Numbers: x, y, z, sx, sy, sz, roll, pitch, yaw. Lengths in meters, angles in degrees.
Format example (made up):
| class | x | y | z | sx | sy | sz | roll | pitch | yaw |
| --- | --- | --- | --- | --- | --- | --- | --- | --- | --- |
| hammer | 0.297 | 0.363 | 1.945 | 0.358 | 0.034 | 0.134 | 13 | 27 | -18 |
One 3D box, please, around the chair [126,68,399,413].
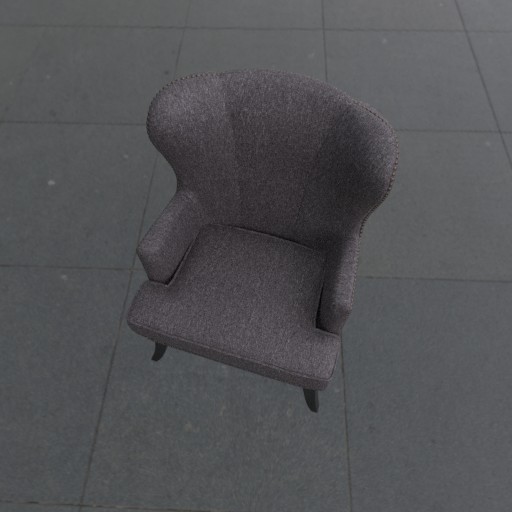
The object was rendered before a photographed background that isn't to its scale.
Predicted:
| class | x | y | z | sx | sy | sz | roll | pitch | yaw |
| --- | --- | --- | --- | --- | --- | --- | --- | --- | --- |
| chair | 0.000 | 0.000 | 1.632 | 0.759 | 1.060 | 0.758 | 15 | 60 | 9 |
